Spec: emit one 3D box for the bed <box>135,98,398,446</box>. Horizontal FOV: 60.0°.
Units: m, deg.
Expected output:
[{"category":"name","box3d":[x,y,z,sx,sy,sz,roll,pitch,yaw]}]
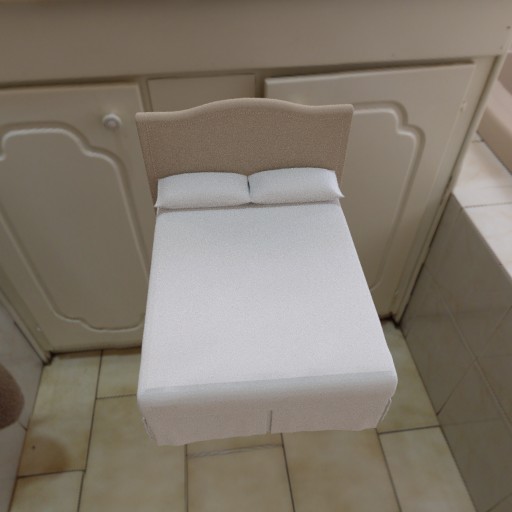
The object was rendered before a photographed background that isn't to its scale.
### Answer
[{"category":"bed","box3d":[0.000,0.000,3.160,1.678,1.398,2.052,-3,46,-3]}]
